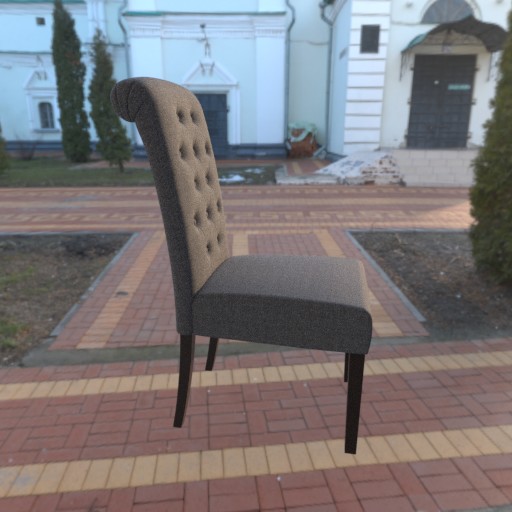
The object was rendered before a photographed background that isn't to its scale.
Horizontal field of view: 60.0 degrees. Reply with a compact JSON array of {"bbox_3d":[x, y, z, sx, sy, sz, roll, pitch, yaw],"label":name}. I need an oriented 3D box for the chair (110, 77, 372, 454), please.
[{"bbox_3d":[0.000,0.000,1.342,0.671,1.006,0.456,3,16,10],"label":"chair"}]
